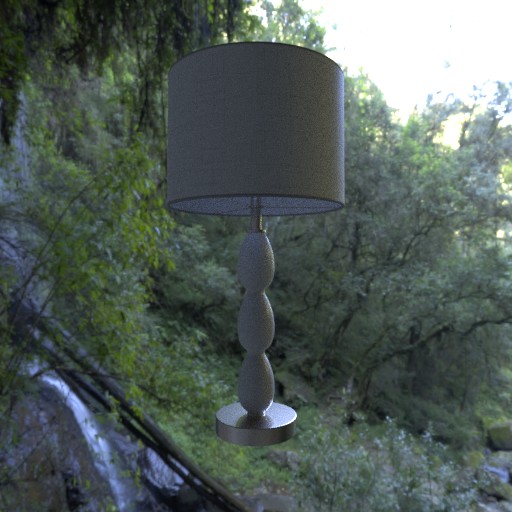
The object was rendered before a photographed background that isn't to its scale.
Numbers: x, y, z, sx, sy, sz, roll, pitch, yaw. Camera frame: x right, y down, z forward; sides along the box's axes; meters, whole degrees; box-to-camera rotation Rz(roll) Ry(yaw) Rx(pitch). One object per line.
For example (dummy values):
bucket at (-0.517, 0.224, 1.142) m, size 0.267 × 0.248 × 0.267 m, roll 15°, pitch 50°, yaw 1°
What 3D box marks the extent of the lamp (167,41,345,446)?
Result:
lamp at (0.000, 0.000, 0.715) m, size 0.282 × 0.559 × 0.280 m, roll 0°, pitch 0°, yaw -35°
